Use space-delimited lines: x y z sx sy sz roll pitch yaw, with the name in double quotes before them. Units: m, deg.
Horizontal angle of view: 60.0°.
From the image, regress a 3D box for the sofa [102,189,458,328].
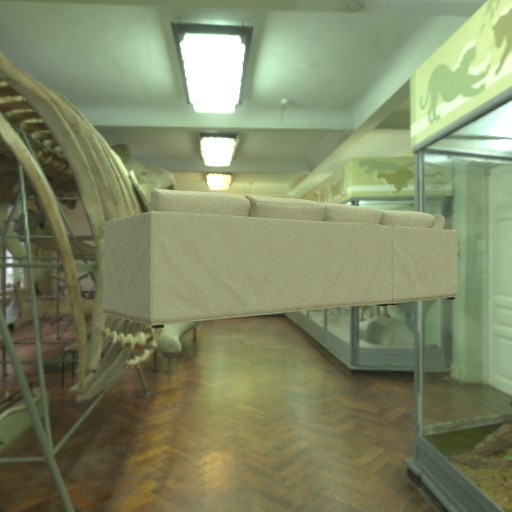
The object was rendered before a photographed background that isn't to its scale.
"sofa" 0.000 0.000 4.431 3.182 0.871 2.432 0 0 -35
